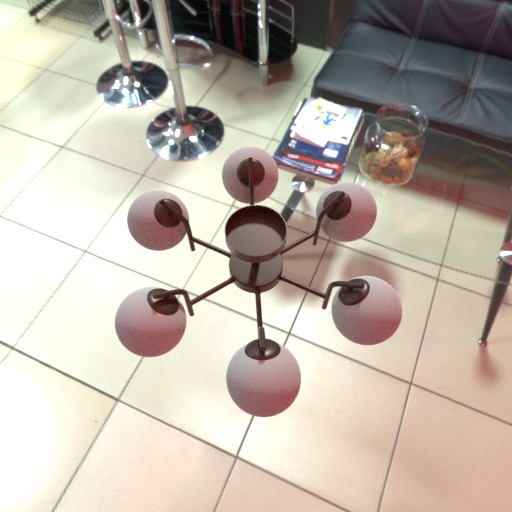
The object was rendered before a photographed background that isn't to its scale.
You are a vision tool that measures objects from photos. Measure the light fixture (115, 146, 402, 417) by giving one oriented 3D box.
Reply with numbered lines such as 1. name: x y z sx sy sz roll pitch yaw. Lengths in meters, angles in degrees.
1. light fixture: 0.000 0.000 0.969 0.662 0.201 0.662 0 58 0
